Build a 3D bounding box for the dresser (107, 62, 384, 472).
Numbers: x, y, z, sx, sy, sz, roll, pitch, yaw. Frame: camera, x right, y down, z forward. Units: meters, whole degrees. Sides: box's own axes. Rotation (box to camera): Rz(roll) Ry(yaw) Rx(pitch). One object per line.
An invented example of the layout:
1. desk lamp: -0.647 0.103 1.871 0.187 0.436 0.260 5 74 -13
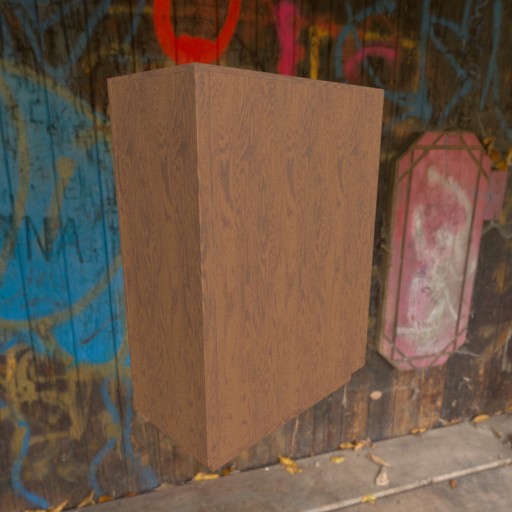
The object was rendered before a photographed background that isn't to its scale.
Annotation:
1. dresser: 0.000 0.000 1.824 0.516 1.320 0.964 15 21 43
